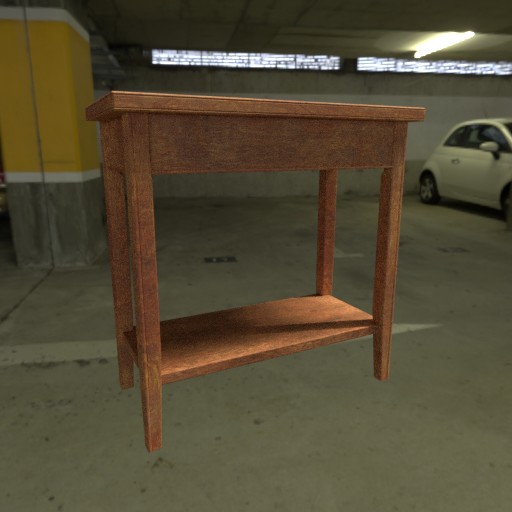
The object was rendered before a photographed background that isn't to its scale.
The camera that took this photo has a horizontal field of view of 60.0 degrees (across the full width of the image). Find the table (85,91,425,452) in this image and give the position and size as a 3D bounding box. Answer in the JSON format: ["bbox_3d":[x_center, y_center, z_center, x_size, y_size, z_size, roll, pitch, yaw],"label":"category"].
[{"bbox_3d":[0.000,0.000,0.958,0.610,0.610,0.305,-7,15,-26],"label":"table"}]
